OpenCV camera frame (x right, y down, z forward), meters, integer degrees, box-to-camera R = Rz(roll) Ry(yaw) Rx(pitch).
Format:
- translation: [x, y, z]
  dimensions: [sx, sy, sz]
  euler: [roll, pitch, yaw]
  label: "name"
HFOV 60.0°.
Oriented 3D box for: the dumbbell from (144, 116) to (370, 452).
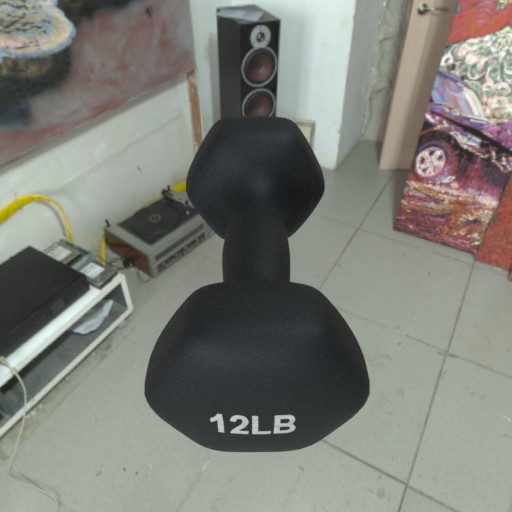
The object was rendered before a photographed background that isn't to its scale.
- translation: [0.000, 0.000, 0.288]
  dimensions: [0.112, 0.101, 0.231]
  euler: [0, 42, 0]
  label: "dumbbell"
